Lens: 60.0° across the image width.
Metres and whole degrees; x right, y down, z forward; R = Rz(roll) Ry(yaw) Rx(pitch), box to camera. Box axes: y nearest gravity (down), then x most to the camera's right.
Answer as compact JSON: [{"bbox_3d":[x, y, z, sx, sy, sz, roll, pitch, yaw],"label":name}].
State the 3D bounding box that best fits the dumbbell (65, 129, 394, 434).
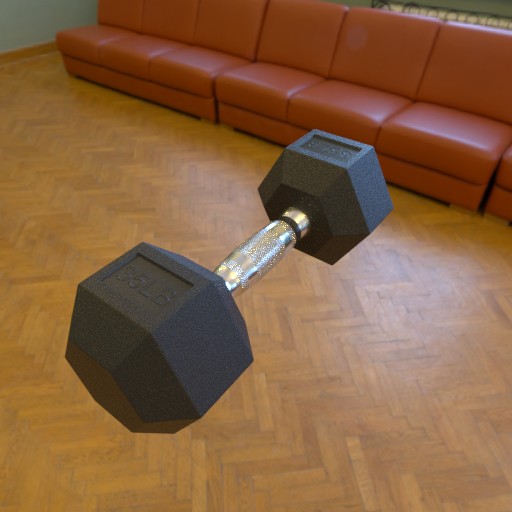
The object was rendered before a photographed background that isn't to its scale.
[{"bbox_3d":[0.000,0.000,0.417,0.141,0.123,0.356,26,47,27],"label":"dumbbell"}]
